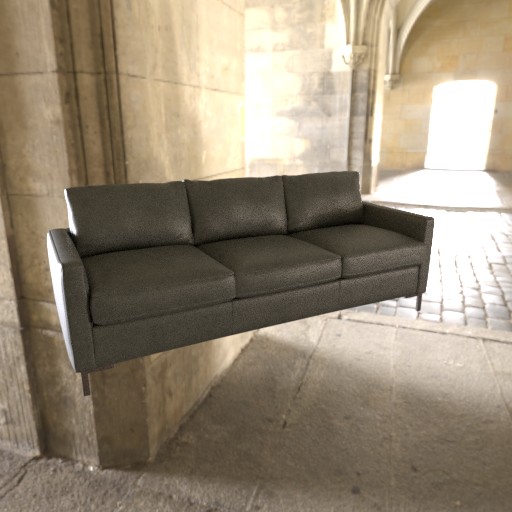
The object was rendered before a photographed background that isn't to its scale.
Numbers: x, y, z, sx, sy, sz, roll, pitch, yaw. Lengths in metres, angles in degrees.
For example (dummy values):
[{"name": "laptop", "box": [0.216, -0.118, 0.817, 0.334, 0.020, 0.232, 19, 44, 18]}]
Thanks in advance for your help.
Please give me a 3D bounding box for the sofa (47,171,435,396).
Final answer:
[{"name": "sofa", "box": [0.000, 0.000, 2.424, 2.029, 0.805, 0.748, -8, 18, -26]}]
